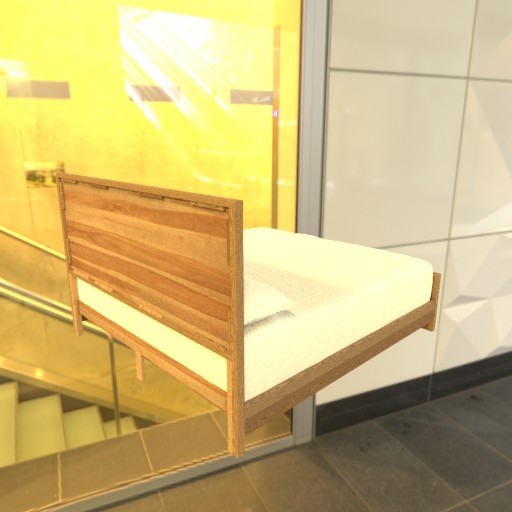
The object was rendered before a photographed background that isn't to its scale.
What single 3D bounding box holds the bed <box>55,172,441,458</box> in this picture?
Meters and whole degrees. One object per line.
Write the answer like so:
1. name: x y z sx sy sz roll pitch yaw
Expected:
1. bed: 0.000 0.000 3.478 2.184 1.295 2.013 -14 21 -42
